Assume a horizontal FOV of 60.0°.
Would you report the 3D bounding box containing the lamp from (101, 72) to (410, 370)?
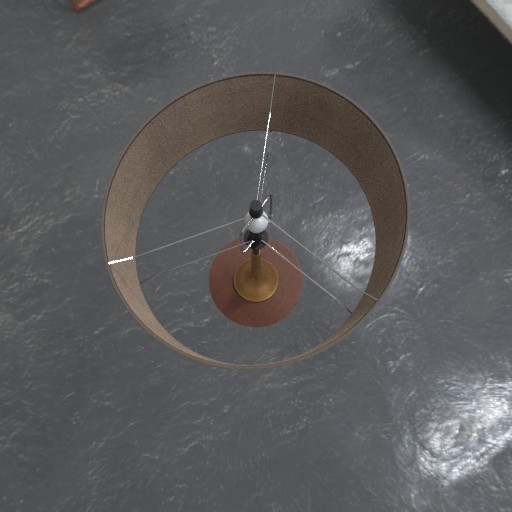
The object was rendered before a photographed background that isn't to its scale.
[{"bbox_3d":[0.000,0.000,0.837,0.396,0.551,0.417,36,79,8],"label":"lamp"}]
